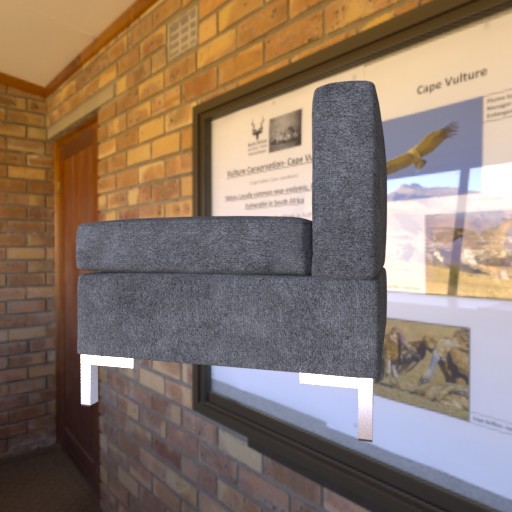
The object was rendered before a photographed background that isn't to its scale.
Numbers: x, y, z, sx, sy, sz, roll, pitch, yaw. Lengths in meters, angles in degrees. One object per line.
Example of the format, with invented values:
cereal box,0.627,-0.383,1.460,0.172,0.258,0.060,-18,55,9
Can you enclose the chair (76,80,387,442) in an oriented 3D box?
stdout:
chair,0.000,0.000,1.202,0.680,0.660,0.680,0,1,17
